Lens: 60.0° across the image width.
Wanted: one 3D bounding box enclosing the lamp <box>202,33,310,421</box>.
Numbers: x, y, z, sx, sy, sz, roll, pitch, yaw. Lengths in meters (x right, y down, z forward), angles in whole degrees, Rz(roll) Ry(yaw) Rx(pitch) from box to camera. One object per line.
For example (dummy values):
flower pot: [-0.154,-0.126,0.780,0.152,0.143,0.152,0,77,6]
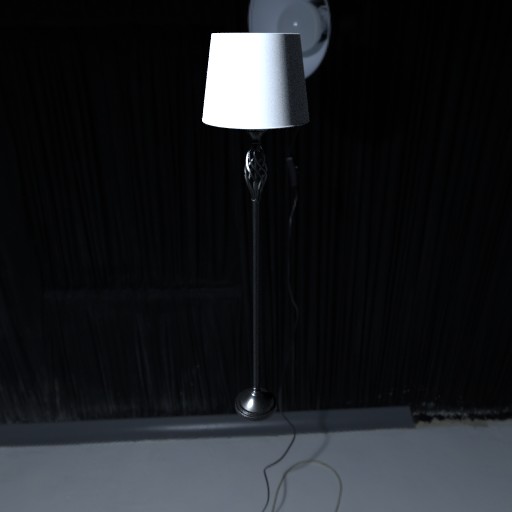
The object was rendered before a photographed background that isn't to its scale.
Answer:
lamp: [0.000,0.000,1.811,0.379,1.623,0.379,0,26,0]
